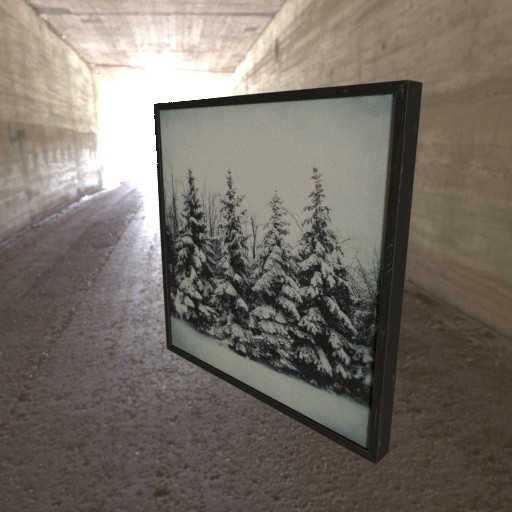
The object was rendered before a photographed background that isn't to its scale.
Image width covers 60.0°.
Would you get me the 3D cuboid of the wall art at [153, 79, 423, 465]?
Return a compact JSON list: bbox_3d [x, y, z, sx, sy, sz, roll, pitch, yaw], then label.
[{"bbox_3d":[0.000,0.000,0.738,0.506,0.506,0.036,14,21,42],"label":"wall art"}]
